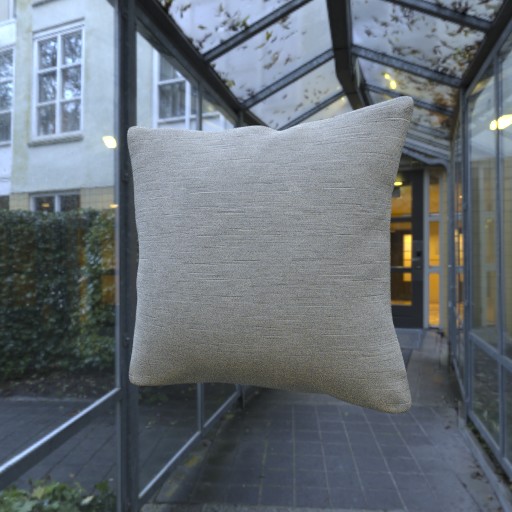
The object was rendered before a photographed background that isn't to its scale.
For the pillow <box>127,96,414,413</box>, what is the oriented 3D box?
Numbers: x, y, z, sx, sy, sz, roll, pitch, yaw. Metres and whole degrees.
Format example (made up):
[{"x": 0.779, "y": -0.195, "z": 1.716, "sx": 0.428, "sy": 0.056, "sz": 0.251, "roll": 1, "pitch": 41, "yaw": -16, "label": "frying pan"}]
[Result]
[{"x": 0.000, "y": 0.000, "z": 0.651, "sx": 0.437, "sy": 0.420, "sz": 0.162, "roll": 0, "pitch": 0, "yaw": 19, "label": "pillow"}]
